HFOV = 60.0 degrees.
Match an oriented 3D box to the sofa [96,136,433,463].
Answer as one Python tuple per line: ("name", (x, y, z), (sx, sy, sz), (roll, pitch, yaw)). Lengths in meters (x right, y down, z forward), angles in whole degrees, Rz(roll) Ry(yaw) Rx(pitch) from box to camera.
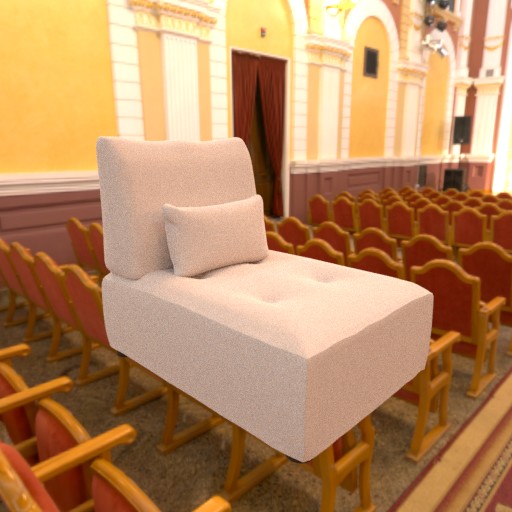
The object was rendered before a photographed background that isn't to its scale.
("sofa", (0.000, 0.000, 1.558), (1.000, 0.820, 0.700), (13, 19, 43))
